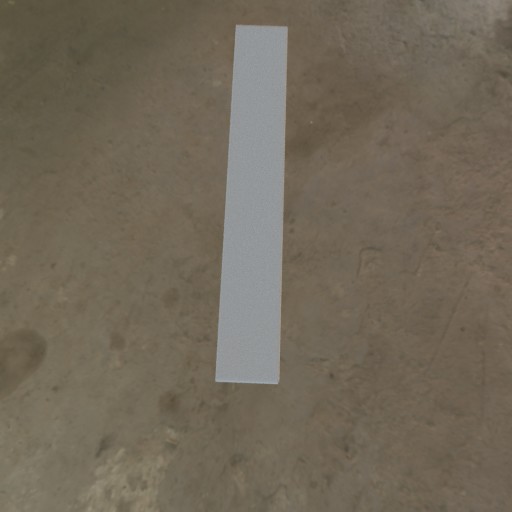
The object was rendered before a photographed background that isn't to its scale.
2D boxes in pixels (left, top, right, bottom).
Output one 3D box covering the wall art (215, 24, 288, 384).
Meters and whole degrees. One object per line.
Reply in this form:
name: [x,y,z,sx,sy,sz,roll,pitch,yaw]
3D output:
wall art: [0.000,0.000,0.478,0.039,0.381,0.252,2,76,1]
